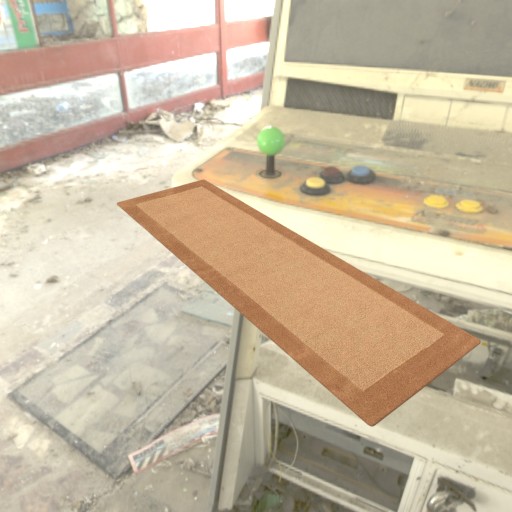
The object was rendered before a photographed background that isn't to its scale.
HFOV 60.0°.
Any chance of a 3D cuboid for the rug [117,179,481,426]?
[{"bbox_3d":[0.000,0.000,2.668,0.764,0.017,2.439,-22,38,-31],"label":"rug"}]
